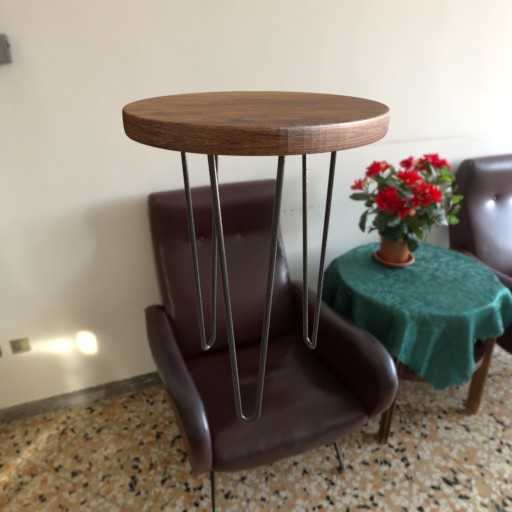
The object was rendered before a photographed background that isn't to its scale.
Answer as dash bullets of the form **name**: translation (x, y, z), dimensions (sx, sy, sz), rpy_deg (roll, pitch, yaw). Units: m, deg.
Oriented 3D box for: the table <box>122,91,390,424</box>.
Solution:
- **table**: translation (0.000, 0.000, 0.795), dimensions (0.400, 0.520, 0.400), rpy_deg (0, 26, 0)
